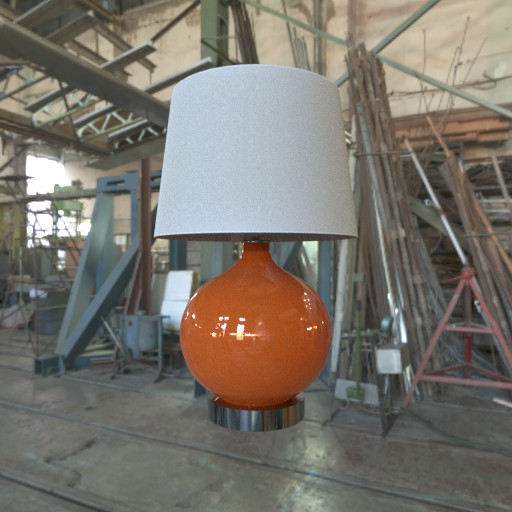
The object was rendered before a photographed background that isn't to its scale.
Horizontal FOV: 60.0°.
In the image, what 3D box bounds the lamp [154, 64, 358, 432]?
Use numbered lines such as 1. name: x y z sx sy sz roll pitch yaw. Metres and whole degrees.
1. lamp: 0.000 0.000 0.548 0.247 0.387 0.247 0 0 0
